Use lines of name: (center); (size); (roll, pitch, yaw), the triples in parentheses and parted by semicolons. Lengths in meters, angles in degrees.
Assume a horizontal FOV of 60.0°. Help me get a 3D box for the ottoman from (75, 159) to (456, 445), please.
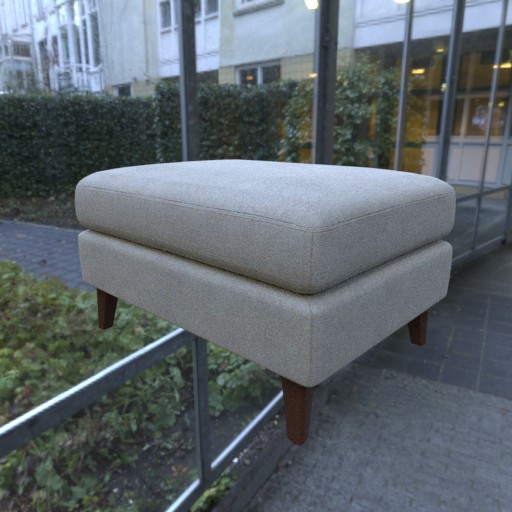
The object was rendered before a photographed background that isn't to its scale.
ottoman: (0.000, 0.000, 1.192); (0.823, 0.478, 0.610); (14, 21, 41)
